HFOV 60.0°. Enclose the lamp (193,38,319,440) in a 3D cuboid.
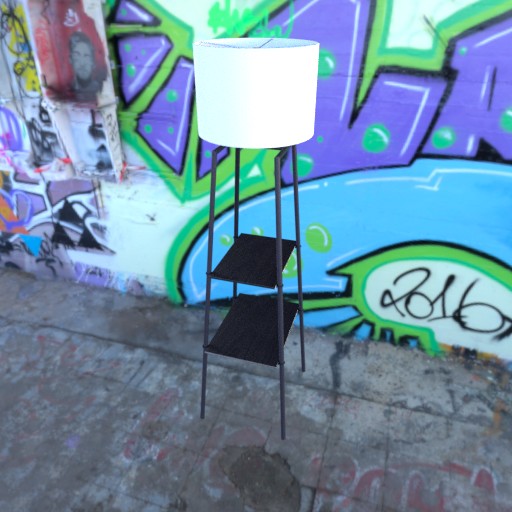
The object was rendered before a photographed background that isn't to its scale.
[{"bbox_3d":[0.000,0.000,1.694,0.384,1.474,0.427,9,31,15],"label":"lamp"}]
